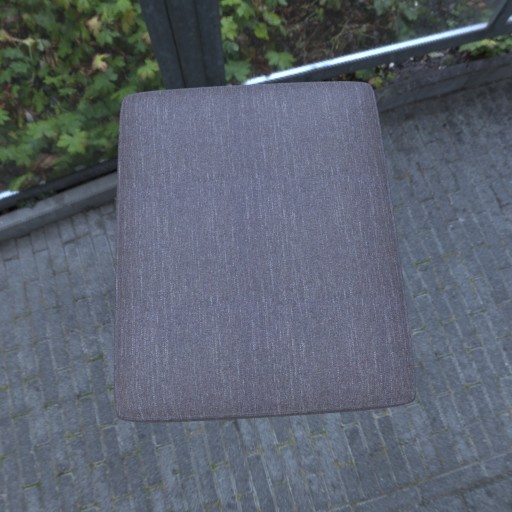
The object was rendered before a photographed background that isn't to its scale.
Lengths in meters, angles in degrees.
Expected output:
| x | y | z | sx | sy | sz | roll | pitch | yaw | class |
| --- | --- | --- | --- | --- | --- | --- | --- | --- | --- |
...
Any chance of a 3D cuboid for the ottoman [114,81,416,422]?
| x | y | z | sx | sy | sz | roll | pitch | yaw | class |
| --- | --- | --- | --- | --- | --- | --- | --- | --- | --- |
| 0.000 | 0.000 | 1.221 | 0.671 | 0.490 | 0.820 | -3 | 76 | -1 | ottoman |
